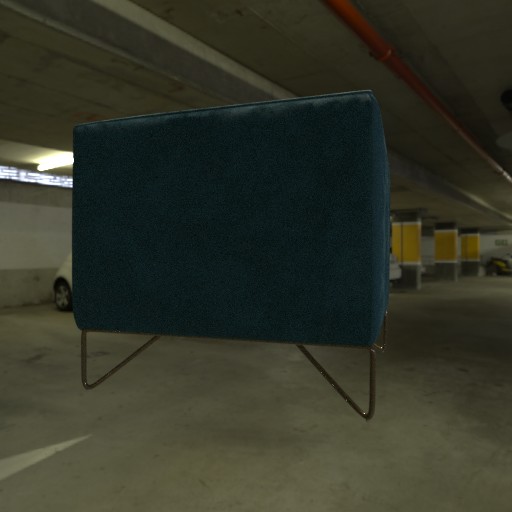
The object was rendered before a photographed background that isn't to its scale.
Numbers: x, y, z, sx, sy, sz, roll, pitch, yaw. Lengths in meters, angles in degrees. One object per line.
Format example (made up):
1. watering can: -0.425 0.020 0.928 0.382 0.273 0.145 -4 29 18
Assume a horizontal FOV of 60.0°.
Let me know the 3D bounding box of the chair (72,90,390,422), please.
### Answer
1. chair: 0.000 0.000 1.570 0.894 0.790 0.880 0 0 18
